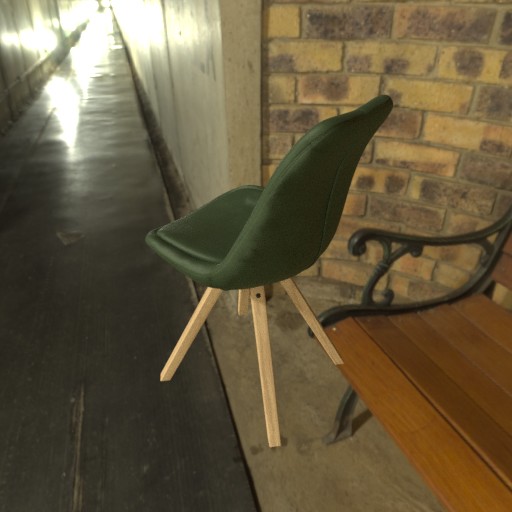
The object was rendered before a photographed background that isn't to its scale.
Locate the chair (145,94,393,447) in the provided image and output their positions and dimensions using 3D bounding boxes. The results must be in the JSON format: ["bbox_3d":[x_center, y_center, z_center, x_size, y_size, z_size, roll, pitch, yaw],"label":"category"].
[{"bbox_3d":[0.000,0.000,1.208,0.547,0.865,0.483,21,38,30],"label":"chair"}]
